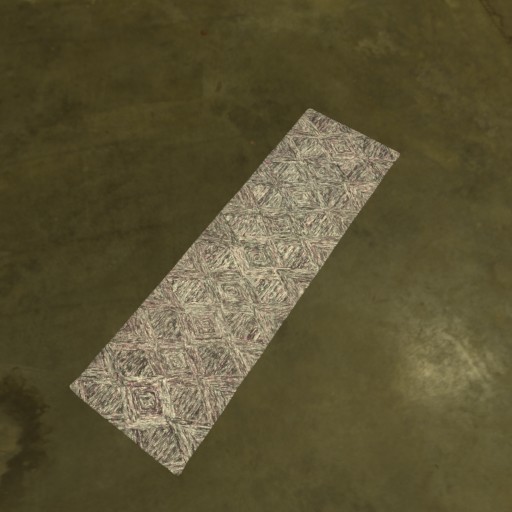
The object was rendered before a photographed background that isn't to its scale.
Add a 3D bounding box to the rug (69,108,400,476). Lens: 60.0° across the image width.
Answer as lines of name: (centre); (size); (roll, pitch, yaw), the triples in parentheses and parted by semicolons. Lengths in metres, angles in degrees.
rug: (0.000, 0.000, 2.568); (0.719, 0.013, 2.305); (32, 68, 15)
